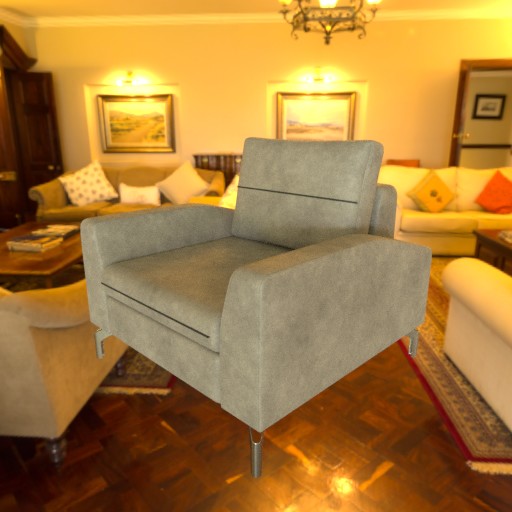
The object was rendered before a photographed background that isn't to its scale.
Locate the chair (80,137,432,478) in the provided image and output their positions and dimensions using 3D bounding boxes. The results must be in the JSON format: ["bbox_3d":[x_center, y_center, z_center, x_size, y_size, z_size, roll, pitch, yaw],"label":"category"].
[{"bbox_3d":[0.000,0.000,1.575,0.900,0.800,0.900,16,22,43],"label":"chair"}]
